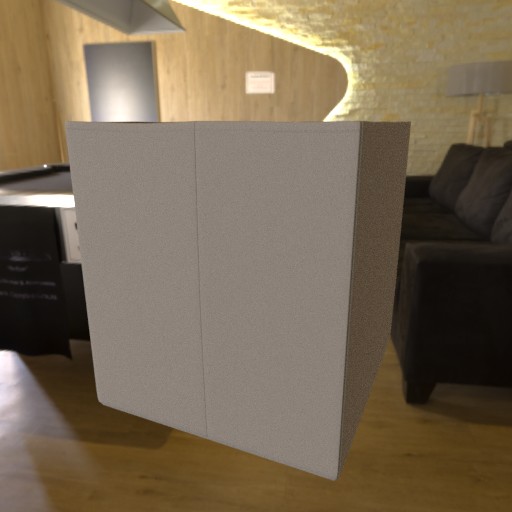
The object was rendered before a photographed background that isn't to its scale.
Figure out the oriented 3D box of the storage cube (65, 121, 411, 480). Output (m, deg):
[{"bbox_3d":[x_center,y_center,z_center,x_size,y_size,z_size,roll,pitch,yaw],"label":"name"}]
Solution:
[{"bbox_3d":[0.000,0.000,0.481,0.270,0.280,0.270,8,18,23],"label":"storage cube"}]
